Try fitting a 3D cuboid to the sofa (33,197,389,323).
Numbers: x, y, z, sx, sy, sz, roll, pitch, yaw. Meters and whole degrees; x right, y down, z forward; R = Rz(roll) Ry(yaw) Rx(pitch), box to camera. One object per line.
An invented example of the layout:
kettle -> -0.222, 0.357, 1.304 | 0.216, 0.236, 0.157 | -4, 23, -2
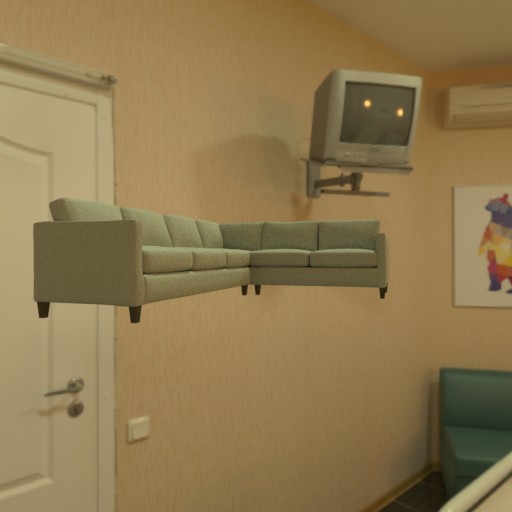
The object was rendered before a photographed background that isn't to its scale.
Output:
sofa -> 0.000, 0.000, 4.495 | 2.522, 0.934, 3.333 | 0, 0, 18
